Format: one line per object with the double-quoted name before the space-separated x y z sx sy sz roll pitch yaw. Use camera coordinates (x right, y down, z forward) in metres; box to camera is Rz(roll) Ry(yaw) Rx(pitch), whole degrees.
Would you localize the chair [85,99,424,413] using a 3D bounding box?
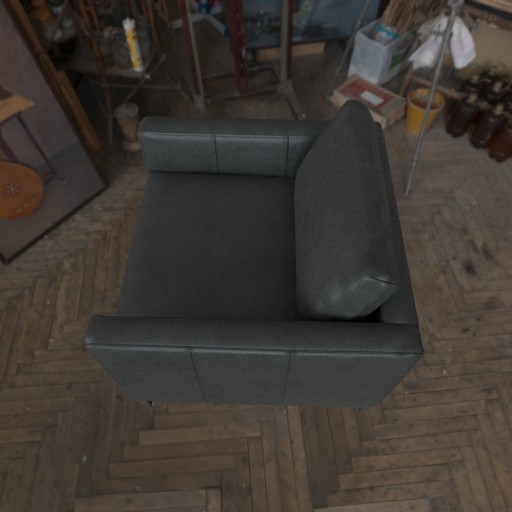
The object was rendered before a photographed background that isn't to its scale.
"chair" 0.000 0.000 1.469 0.861 0.824 0.967 1 57 1
